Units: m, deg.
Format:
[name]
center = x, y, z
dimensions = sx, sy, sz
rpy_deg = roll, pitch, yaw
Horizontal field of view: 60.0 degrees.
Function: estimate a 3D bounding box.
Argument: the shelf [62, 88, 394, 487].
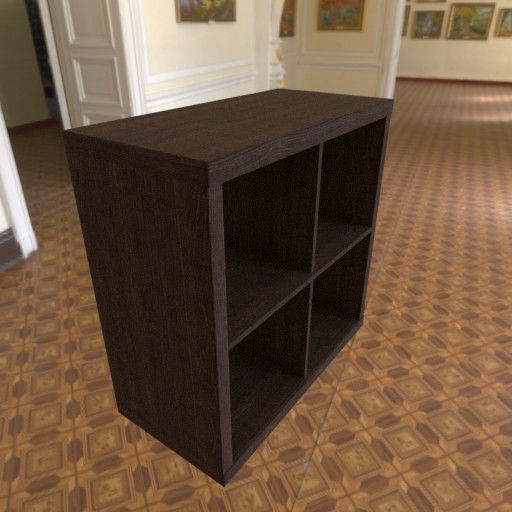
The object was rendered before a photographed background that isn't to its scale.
[shelf]
center = 0.000, 0.000, 1.254
dimensions = 0.390, 0.786, 0.790
rpy_deg = 19, 33, 31
